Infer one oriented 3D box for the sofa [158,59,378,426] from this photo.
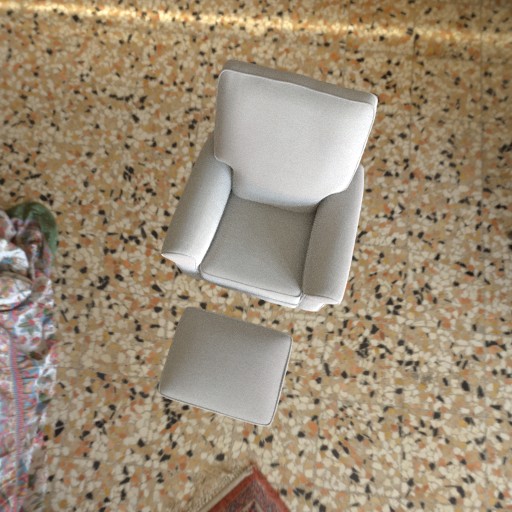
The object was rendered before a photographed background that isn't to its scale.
[{"bbox_3d":[0.000,0.000,2.084,0.880,0.959,1.478,15,77,4],"label":"sofa"}]
